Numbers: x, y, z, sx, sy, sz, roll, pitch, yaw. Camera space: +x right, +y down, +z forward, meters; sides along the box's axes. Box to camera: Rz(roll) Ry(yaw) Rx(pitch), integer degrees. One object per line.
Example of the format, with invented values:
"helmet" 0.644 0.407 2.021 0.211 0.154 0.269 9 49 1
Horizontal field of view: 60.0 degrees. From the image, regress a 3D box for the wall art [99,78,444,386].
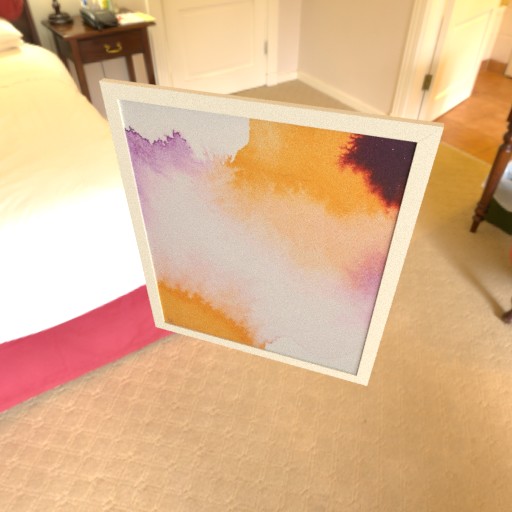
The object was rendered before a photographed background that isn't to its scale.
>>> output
"wall art" 0.000 0.000 0.779 0.482 0.557 0.012 13 43 14
